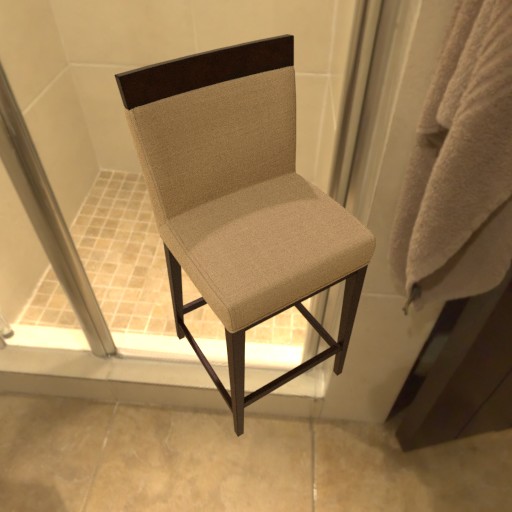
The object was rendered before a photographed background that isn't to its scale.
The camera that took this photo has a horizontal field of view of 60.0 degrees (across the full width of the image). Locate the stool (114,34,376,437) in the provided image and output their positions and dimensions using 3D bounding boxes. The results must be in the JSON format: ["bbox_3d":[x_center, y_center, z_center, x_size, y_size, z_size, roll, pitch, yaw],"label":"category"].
[{"bbox_3d":[0.000,0.000,1.409,0.511,1.117,0.531,-24,50,-22],"label":"stool"}]
